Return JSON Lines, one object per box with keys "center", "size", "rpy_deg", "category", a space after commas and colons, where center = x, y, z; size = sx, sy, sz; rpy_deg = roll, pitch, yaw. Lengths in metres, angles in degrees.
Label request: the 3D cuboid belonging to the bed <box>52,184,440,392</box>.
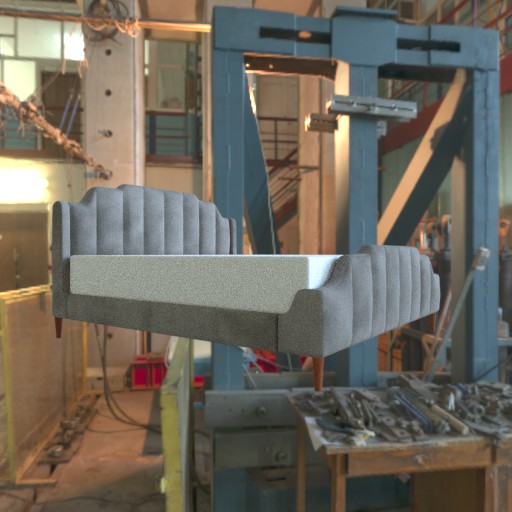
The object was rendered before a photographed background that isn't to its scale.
{"center": [0.000, 0.000, 3.514], "size": [2.340, 1.245, 2.074], "rpy_deg": [0, 0, 36], "category": "bed"}
